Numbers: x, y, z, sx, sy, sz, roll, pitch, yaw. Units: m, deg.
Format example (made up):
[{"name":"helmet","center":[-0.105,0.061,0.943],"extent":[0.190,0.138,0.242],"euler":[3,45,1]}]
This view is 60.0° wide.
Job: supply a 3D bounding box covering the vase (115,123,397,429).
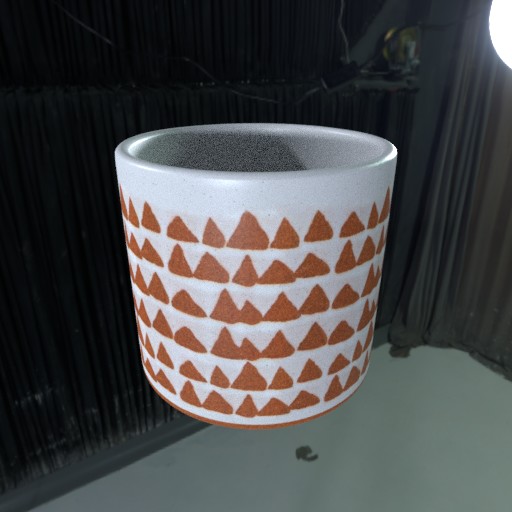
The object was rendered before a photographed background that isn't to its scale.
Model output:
[{"name":"vase","center":[0.000,0.000,0.249],"extent":[0.137,0.127,0.137],"euler":[0,25,0]}]
